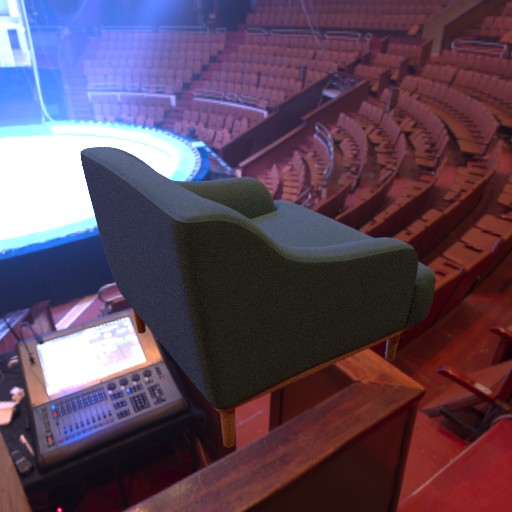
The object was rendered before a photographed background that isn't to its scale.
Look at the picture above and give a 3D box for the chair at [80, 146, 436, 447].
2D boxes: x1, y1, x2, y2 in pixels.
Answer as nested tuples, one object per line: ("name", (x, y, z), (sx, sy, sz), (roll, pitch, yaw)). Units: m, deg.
("chair", (0.000, 0.000, 1.647), (0.951, 0.818, 0.946), (-18, 32, -31))
